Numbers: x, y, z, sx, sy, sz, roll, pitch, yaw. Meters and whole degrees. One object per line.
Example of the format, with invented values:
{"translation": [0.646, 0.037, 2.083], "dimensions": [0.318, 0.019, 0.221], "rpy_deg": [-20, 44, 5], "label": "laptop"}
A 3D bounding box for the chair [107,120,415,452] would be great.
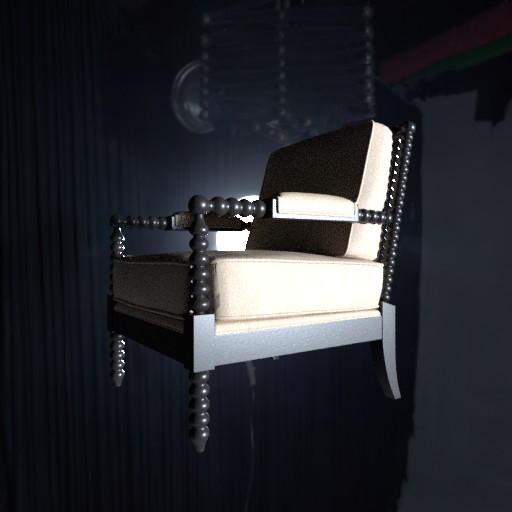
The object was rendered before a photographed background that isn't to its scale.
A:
{"translation": [0.000, 0.000, 1.171], "dimensions": [0.657, 0.703, 0.555], "rpy_deg": [0, 0, -34], "label": "chair"}
